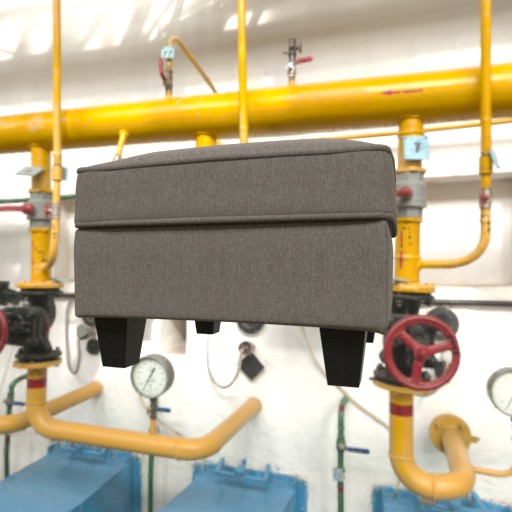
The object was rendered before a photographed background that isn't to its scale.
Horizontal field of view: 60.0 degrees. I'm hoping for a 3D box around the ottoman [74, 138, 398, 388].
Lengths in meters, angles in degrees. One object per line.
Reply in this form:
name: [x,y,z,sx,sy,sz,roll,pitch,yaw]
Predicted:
ottoman: [0.000,0.000,1.429,0.871,0.612,0.808,0,-1,18]
